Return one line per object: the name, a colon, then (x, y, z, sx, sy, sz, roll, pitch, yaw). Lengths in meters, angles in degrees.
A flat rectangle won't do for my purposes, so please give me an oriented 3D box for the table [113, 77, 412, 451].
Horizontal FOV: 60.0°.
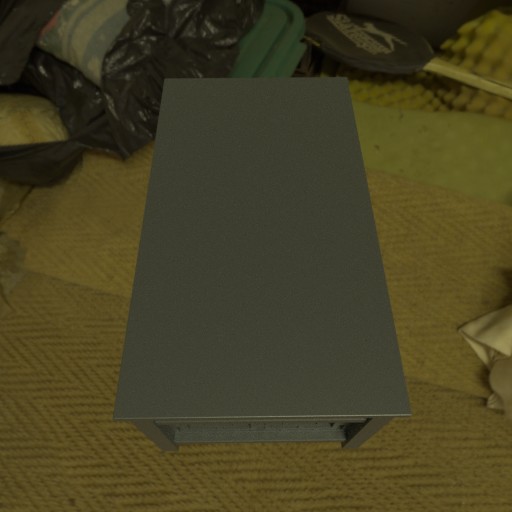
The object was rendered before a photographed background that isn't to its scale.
table: (0.000, 0.000, 1.377, 0.612, 0.493, 1.068, -1, 58, 0)
